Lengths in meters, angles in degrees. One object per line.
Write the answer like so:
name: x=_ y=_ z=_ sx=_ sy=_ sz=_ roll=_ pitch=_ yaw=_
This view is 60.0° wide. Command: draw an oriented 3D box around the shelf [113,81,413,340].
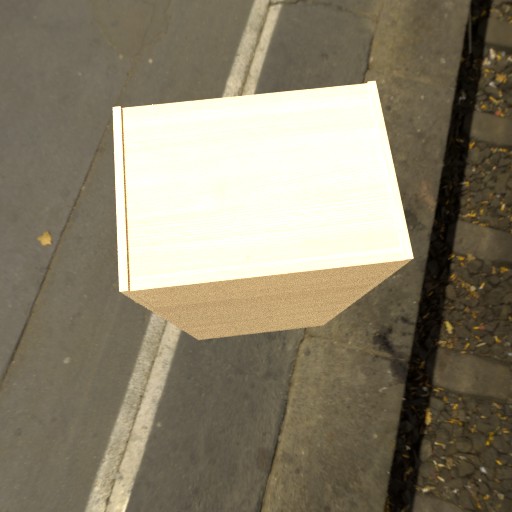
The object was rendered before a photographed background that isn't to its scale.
shelf: x=0.000 y=0.000 z=1.080 sx=0.417 sy=0.876 sz=0.292 roll=-6 pitch=75 yaw=-2
